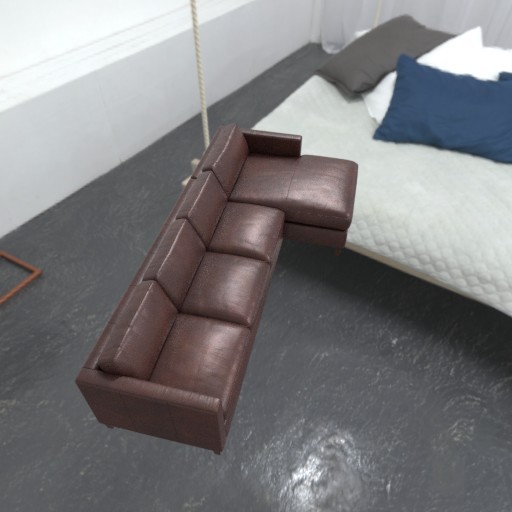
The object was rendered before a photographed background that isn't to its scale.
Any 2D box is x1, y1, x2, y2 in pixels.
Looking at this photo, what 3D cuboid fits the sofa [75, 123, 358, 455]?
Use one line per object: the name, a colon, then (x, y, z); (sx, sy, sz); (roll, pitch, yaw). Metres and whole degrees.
sofa: (0.000, 0.000, 3.920); (1.581, 0.883, 3.203); (10, 46, 9)
